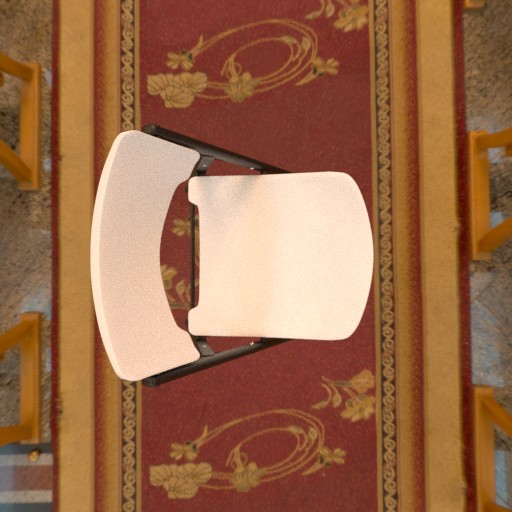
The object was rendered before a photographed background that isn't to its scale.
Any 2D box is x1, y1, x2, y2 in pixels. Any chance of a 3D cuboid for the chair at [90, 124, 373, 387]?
[{"bbox_3d":[0.000,0.000,1.119,0.577,0.765,0.482,0,90,0],"label":"chair"}]
